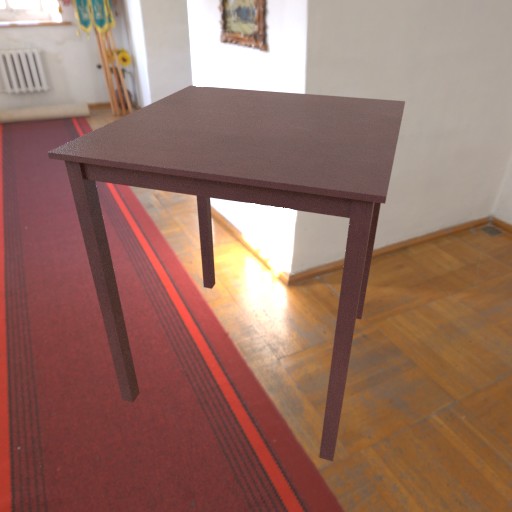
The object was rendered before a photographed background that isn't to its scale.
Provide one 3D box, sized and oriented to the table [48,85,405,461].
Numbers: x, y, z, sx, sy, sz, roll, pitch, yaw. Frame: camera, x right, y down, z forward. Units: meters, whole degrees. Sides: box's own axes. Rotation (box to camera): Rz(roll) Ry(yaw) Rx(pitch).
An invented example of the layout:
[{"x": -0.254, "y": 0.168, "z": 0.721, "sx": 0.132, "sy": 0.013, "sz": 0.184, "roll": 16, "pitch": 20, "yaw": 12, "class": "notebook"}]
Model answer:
[{"x": 0.000, "y": 0.000, "z": 1.653, "sx": 0.861, "sy": 0.991, "sz": 0.861, "roll": 10, "pitch": 34, "yaw": 15, "class": "table"}]
